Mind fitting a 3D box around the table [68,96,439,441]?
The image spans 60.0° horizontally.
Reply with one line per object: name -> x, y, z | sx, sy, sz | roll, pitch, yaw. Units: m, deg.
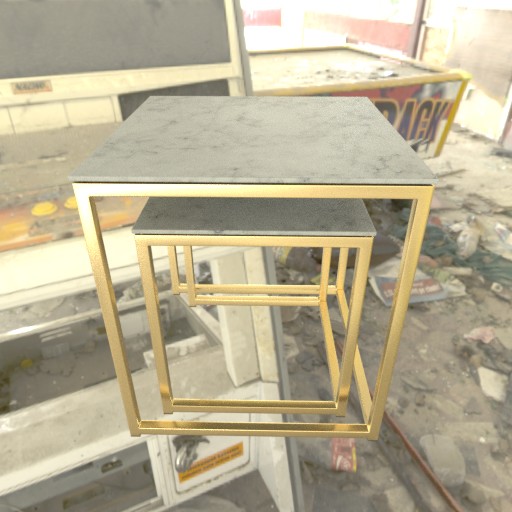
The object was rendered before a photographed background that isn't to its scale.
table -> 0.000, 0.000, 0.858 | 0.450, 0.500, 0.450 | 1, 32, 1
